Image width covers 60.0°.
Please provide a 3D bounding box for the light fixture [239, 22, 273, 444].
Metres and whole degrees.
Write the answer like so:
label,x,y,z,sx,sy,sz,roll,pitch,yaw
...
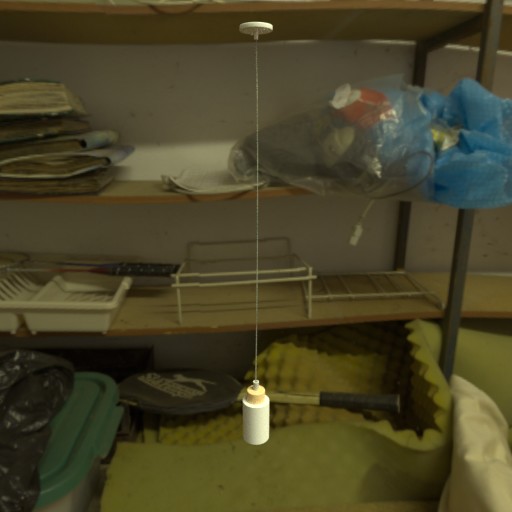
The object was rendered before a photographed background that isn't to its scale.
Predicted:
label,x,y,z,sx,sy,sz,roll,pitch,yaw
light fixture,0.000,0.000,1.907,0.125,1.798,0.125,-7,17,-25
